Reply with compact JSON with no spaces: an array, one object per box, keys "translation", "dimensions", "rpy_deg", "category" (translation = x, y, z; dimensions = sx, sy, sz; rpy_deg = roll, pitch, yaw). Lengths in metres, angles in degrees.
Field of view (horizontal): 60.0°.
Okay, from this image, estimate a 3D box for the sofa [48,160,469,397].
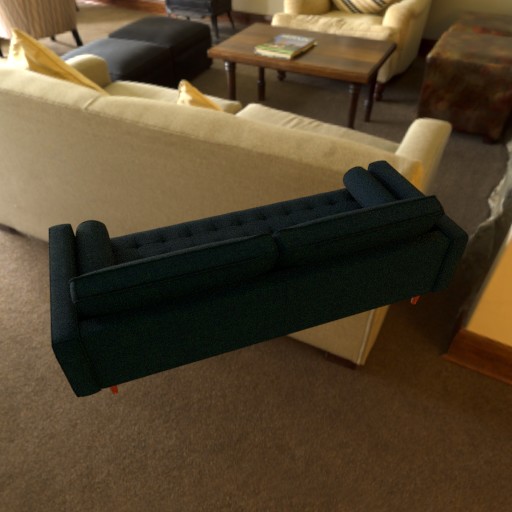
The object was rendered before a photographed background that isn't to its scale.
[{"translation":[0.000,0.000,2.614],"dimensions":[2.210,0.762,0.914],"rpy_deg":[-14,44,-15],"category":"sofa"}]
